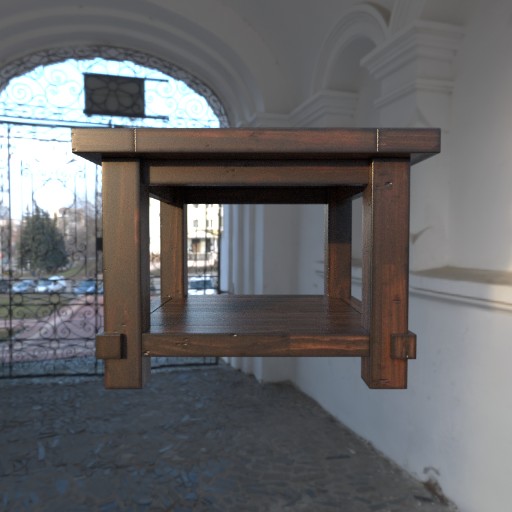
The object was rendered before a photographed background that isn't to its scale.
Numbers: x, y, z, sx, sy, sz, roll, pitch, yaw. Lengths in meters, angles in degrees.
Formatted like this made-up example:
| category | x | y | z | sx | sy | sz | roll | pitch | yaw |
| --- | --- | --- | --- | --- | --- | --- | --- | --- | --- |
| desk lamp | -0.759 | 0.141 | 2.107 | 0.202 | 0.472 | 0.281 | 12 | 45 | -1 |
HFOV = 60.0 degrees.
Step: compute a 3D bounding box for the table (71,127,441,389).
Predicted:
| category | x | y | z | sx | sy | sz | roll | pitch | yaw |
| --- | --- | --- | --- | --- | --- | --- | --- | --- | --- |
| table | 0.000 | 0.000 | 1.020 | 0.593 | 0.437 | 0.606 | 0 | 2 | 0 |
